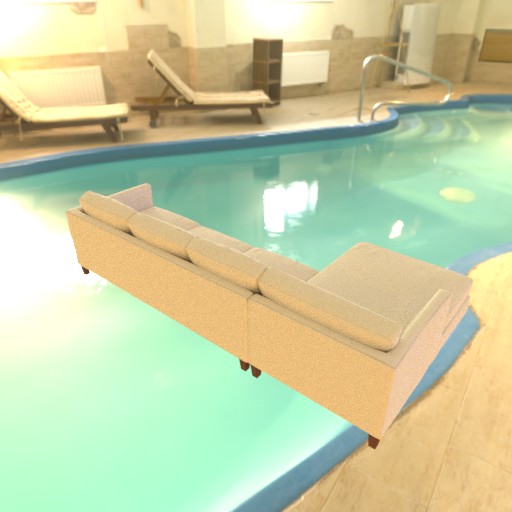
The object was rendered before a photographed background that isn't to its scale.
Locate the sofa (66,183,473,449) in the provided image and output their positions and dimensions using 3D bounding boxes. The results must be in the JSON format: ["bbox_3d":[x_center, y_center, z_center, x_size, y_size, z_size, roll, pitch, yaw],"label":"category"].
[{"bbox_3d":[0.000,0.000,3.833,3.186,0.846,1.625,22,37,33],"label":"sofa"}]
